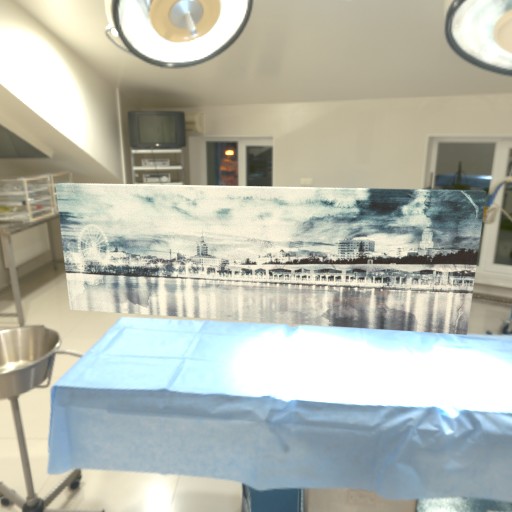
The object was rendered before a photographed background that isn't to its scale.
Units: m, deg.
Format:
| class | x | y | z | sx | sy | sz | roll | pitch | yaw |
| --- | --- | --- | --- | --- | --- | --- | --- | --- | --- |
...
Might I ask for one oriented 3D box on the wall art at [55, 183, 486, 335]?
| class | x | y | z | sx | sy | sz | roll | pitch | yaw |
| --- | --- | --- | --- | --- | --- | --- | --- | --- | --- |
| wall art | 0.000 | 0.000 | 1.639 | 1.524 | 0.509 | 0.037 | 2 | 15 | 9 |
